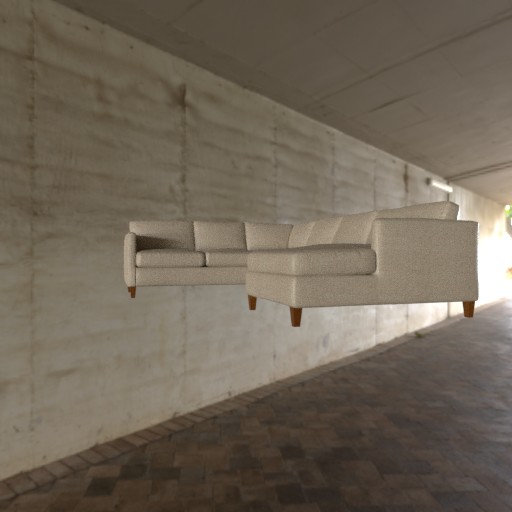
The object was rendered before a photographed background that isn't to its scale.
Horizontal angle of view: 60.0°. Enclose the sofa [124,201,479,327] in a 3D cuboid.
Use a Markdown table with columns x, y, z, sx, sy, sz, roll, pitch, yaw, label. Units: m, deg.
| x | y | z | sx | sy | sz | roll | pitch | yaw | label |
| --- | --- | --- | --- | --- | --- | --- | --- | --- | --- |
| 0.000 | 0.000 | 4.665 | 2.594 | 0.961 | 3.460 | 0 | 0 | -18 | sofa |
